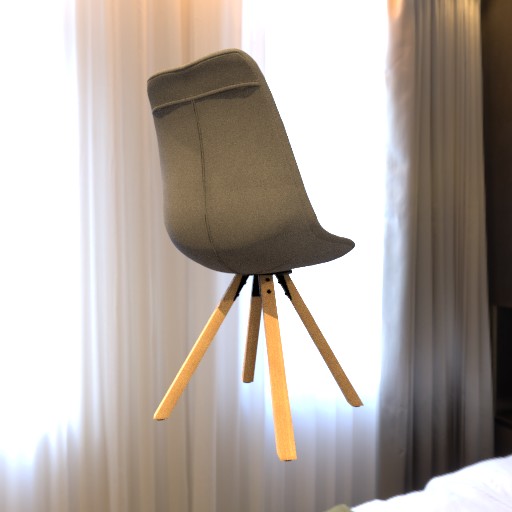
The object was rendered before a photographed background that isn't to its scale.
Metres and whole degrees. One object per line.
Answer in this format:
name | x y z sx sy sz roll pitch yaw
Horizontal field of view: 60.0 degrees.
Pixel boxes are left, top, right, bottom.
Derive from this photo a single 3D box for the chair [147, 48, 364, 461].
chair | 0.000 0.000 1.193 0.474 0.863 0.549 1 1 36
